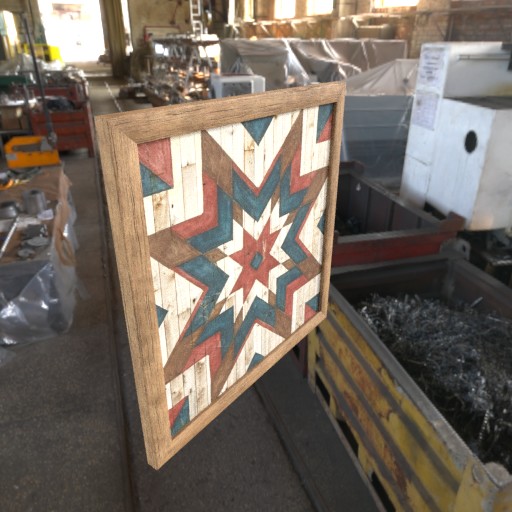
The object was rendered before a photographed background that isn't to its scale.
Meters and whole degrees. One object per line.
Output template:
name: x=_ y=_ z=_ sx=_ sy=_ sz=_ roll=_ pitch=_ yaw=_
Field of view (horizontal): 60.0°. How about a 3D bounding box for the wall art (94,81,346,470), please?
wall art: x=0.000 y=0.000 z=1.002 sx=0.029 sy=0.691 sz=0.695 roll=19 pitch=32 yaw=33
